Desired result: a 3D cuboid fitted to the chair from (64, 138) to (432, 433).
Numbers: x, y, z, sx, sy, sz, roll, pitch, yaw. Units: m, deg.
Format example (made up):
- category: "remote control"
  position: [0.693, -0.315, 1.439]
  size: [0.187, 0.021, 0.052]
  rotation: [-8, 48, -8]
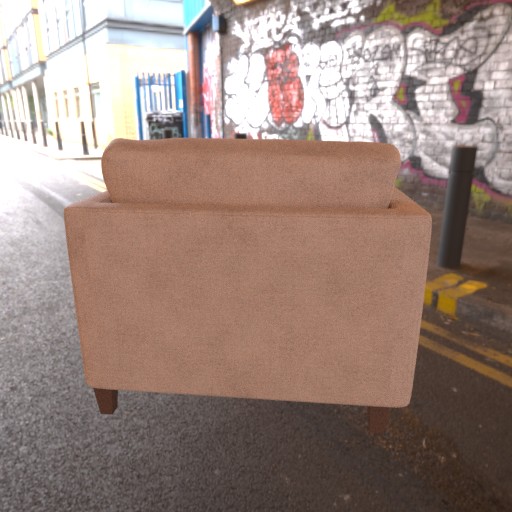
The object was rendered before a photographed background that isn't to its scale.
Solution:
- category: "chair"
  position: [0.000, 0.000, 1.824]
  size: [1.133, 0.961, 0.959]
  rotation: [2, 18, 6]
